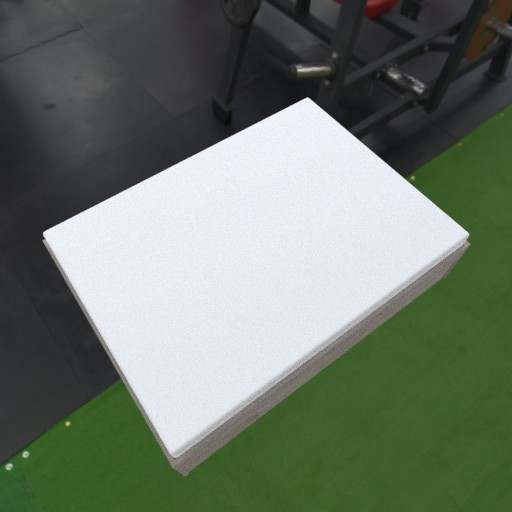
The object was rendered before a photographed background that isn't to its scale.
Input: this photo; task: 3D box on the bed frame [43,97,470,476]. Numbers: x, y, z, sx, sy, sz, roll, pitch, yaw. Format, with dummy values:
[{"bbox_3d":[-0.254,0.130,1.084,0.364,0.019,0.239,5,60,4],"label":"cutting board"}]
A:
[{"bbox_3d":[0.000,0.000,2.637,1.944,0.490,1.448,-32,64,-18],"label":"bed frame"}]
